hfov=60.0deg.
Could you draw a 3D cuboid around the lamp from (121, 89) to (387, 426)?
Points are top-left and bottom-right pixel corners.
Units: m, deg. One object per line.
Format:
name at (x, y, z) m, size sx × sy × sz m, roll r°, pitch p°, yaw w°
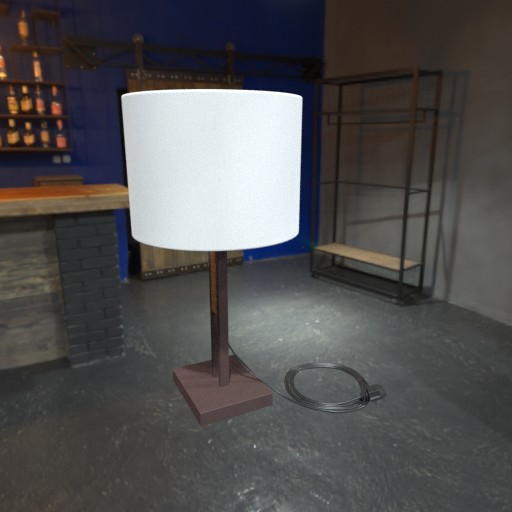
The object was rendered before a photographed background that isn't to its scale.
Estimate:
lamp at (0.000, 0.000, 0.997) m, size 0.525 × 0.668 × 0.396 m, roll -7°, pitch 17°, yaw -25°
